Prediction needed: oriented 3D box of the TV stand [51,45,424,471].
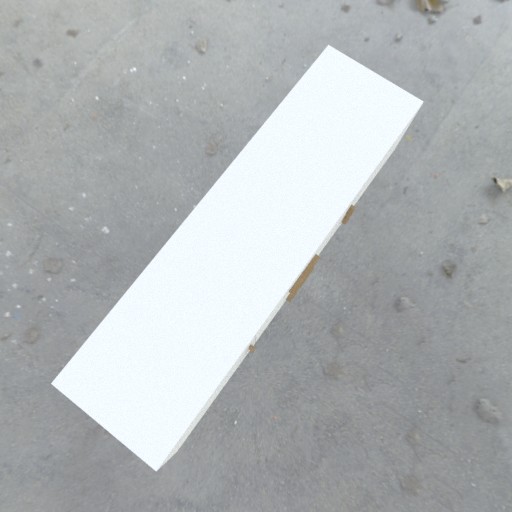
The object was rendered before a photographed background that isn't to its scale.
[{"bbox_3d":[0.000,0.000,1.627,0.401,0.560,1.398,35,78,9],"label":"TV stand"}]
